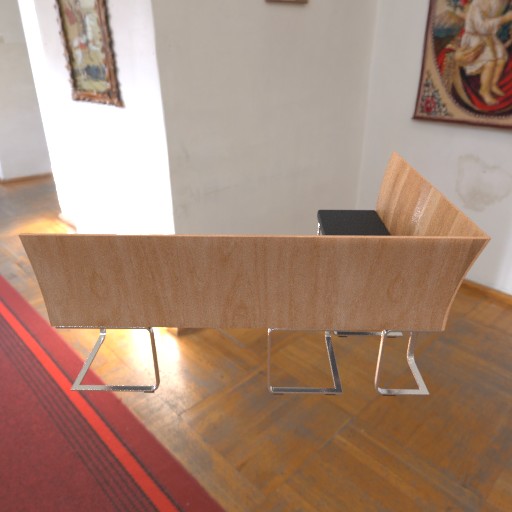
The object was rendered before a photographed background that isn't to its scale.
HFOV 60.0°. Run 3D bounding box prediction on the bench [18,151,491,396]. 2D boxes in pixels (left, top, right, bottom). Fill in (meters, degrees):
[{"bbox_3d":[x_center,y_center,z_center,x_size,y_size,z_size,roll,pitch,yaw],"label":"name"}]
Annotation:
[{"bbox_3d":[0.000,0.000,2.697,1.945,0.930,1.495,0,27,1],"label":"bench"}]
